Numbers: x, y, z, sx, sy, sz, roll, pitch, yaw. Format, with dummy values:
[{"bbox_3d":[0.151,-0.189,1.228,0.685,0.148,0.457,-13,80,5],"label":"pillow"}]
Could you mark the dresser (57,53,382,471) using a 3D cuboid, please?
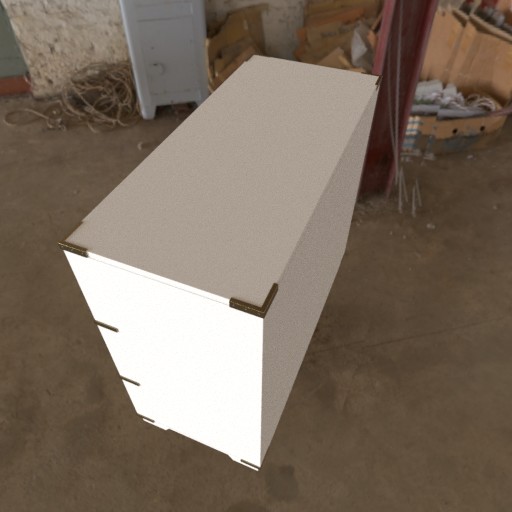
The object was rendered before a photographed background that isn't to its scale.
[{"bbox_3d":[0.000,0.000,1.496,0.460,0.891,1.022,17,49,15],"label":"dresser"}]
